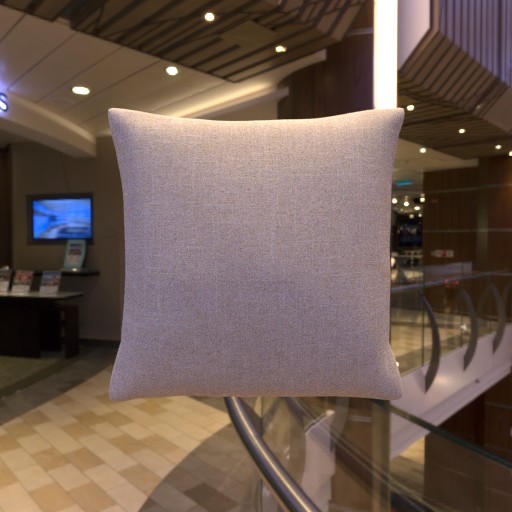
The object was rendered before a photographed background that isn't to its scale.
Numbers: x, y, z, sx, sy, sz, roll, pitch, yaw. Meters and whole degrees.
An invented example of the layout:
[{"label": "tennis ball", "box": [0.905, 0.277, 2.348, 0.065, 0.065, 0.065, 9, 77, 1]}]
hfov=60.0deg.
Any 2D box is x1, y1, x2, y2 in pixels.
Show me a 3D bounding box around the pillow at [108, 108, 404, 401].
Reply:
[{"label": "pillow", "box": [0.000, 0.000, 0.763, 0.511, 0.503, 0.182, 0, 2, -1]}]
